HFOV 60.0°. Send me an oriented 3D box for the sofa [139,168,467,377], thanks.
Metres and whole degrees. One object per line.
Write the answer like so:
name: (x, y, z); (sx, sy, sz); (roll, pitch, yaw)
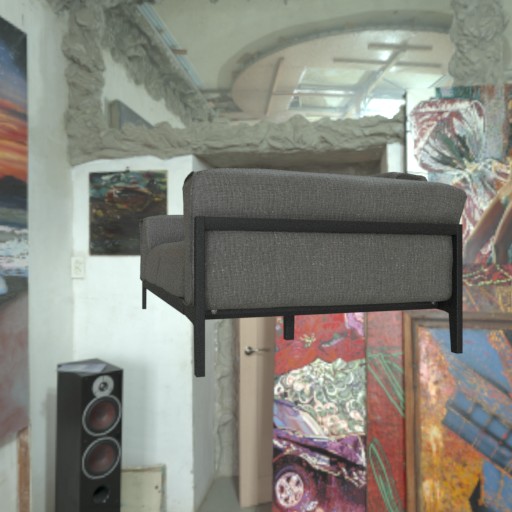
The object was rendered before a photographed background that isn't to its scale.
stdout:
sofa: (0.000, 0.000, 2.133); (0.960, 0.656, 1.690); (0, 0, -19)
